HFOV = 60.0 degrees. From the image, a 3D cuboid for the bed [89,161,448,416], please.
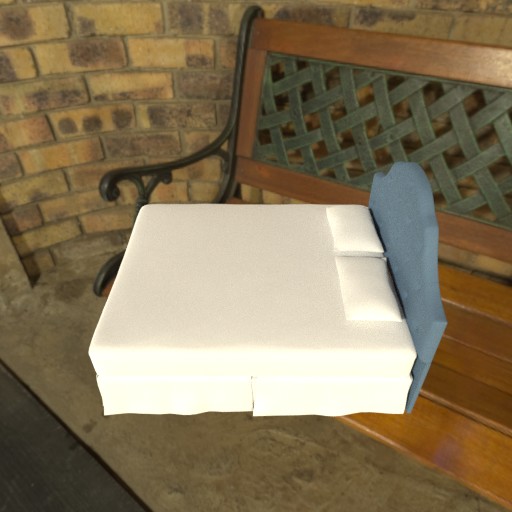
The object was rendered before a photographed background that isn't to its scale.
[{"bbox_3d":[0.000,0.000,3.762,2.477,1.617,2.039,0,40,0],"label":"bed"}]
